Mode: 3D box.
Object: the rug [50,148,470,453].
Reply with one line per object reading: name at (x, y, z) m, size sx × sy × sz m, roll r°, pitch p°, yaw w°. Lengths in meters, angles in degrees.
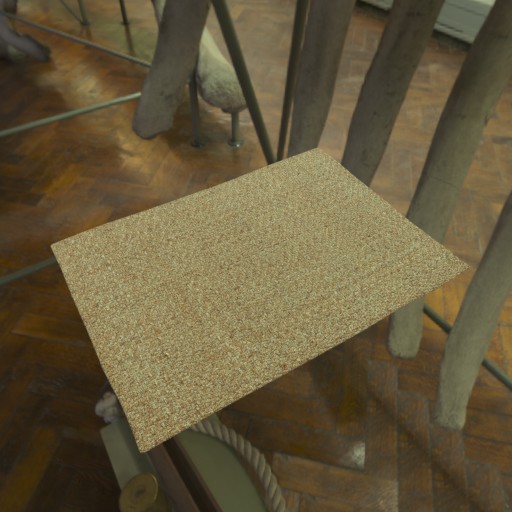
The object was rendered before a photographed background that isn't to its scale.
rug at (0.000, 0.000, 2.770) m, size 2.141 × 0.013 × 1.566 m, roll -24°, pitch 51°, yaw -21°
